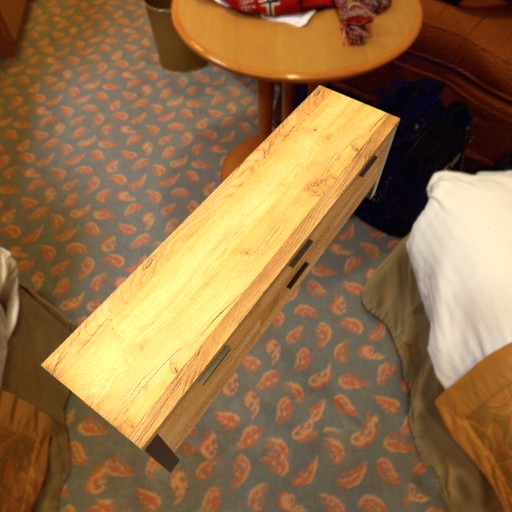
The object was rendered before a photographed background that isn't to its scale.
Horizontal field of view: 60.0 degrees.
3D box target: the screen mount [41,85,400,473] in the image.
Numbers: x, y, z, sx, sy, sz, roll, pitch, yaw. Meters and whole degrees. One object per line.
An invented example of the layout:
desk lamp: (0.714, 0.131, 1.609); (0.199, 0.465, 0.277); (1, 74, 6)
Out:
screen mount: (0.000, 0.000, 1.701); (0.395, 0.450, 1.524); (30, 62, 18)
